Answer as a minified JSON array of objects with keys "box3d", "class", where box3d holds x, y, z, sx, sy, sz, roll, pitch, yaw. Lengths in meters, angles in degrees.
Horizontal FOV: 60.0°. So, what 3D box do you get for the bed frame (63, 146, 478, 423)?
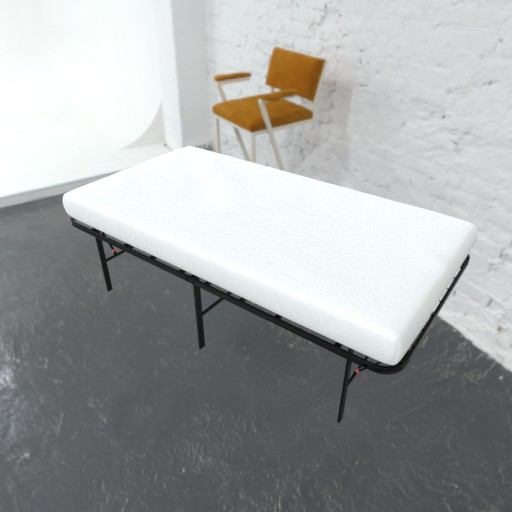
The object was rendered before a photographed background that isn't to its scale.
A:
[{"box3d":[0.000,0.000,2.357,1.903,0.619,0.989,22,39,30],"class":"bed frame"}]
